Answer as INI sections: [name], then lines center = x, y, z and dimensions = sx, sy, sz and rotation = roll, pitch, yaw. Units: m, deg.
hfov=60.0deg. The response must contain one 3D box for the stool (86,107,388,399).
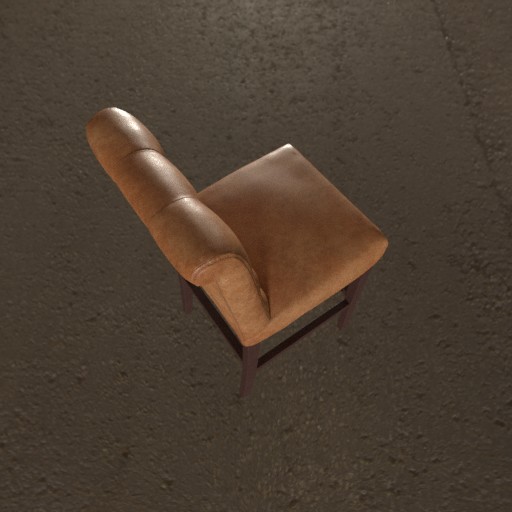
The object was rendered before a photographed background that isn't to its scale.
[stool]
center = 0.000, 0.000, 1.354
dimensions = 0.601, 1.047, 0.493
rotation = -31, 63, -18
